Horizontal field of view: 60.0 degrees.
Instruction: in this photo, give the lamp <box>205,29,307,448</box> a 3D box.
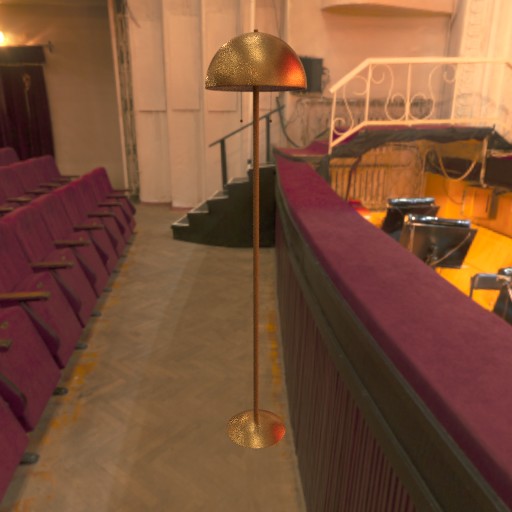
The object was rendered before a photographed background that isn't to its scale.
[{"bbox_3d":[0.000,0.000,1.604,0.328,1.480,0.328,-2,17,-8],"label":"lamp"}]
